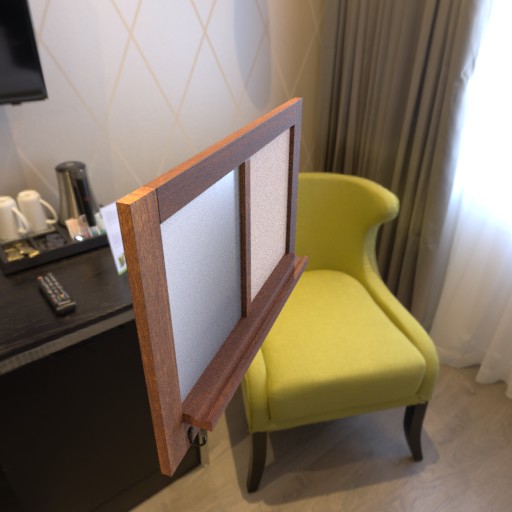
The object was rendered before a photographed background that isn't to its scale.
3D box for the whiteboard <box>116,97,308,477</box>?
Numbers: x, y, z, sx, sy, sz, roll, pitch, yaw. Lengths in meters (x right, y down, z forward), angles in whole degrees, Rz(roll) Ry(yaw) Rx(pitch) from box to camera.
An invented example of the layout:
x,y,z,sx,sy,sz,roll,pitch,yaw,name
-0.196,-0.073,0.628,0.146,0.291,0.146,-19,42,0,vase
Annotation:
x,y,z,sx,sy,sz,roll,pitch,yaw,name
0.000,0.000,1.013,0.083,0.559,0.783,11,32,18,whiteboard
